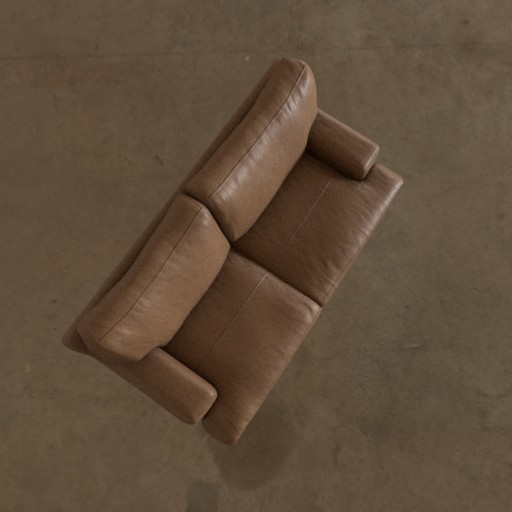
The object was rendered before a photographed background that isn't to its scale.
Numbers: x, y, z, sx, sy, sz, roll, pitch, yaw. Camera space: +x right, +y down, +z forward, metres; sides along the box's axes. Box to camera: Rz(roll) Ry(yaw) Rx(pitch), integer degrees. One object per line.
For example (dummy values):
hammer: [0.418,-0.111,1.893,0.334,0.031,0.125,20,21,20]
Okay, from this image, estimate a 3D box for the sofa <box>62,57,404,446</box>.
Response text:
sofa: [0.000,0.000,2.448,0.962,0.980,1.855,33,79,8]
